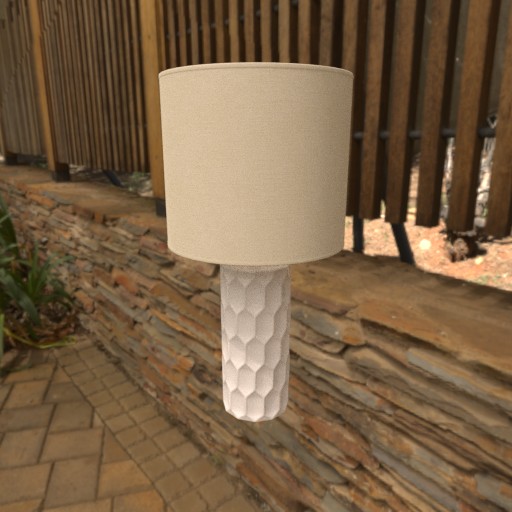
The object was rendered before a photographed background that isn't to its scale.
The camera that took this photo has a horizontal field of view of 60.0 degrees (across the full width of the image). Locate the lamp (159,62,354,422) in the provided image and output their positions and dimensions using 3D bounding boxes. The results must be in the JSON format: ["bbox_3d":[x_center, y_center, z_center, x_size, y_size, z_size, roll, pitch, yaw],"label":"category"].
[{"bbox_3d":[0.000,0.000,0.713,0.277,0.537,0.277,-14,21,-42],"label":"lamp"}]
